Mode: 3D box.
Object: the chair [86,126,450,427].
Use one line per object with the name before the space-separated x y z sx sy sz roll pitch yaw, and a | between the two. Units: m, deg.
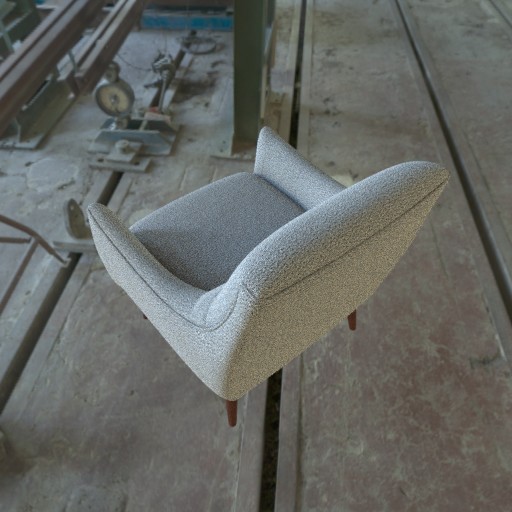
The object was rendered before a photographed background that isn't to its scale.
chair | 0.000 0.000 1.418 0.762 0.838 0.787 -31 54 -26
